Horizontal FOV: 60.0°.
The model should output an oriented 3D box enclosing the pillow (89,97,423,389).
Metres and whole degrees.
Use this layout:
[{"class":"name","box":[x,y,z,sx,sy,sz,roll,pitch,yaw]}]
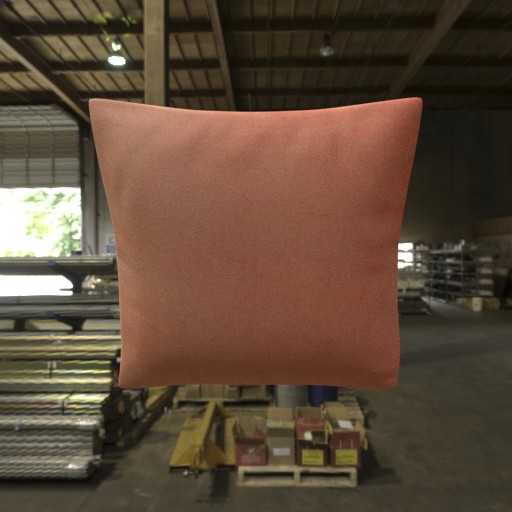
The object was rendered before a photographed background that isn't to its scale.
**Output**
[{"class":"pillow","box":[0.000,0.000,0.618,0.424,0.401,0.177,0,0,1]}]
